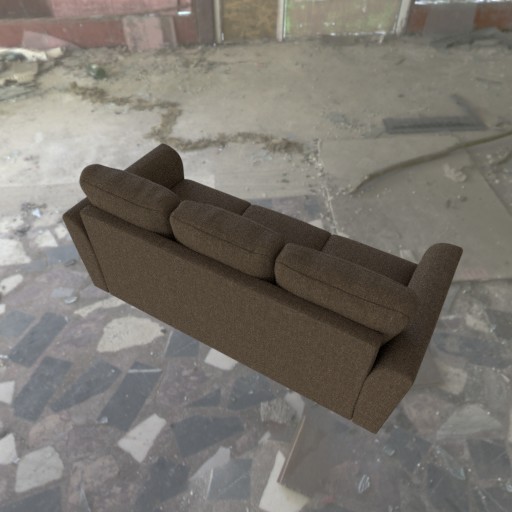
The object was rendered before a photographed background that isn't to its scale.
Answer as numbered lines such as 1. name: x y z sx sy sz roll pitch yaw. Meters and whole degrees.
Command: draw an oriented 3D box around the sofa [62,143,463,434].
1. sofa: 0.000 0.000 2.335 1.847 0.891 0.837 23 50 21
